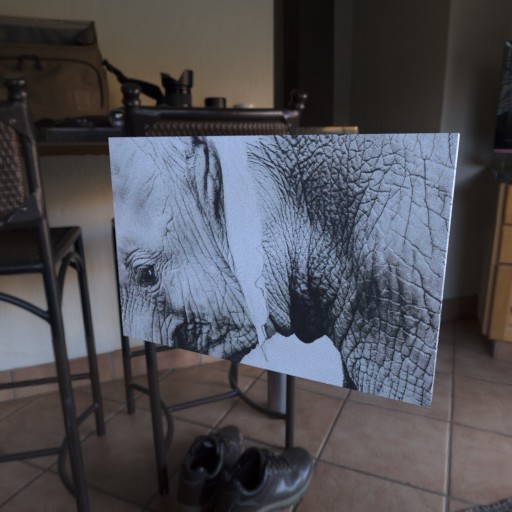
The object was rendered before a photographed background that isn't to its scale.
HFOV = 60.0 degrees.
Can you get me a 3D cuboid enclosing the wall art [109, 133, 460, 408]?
[{"bbox_3d":[0.000,0.000,0.779,0.613,0.407,0.035,7,15,25],"label":"wall art"}]
